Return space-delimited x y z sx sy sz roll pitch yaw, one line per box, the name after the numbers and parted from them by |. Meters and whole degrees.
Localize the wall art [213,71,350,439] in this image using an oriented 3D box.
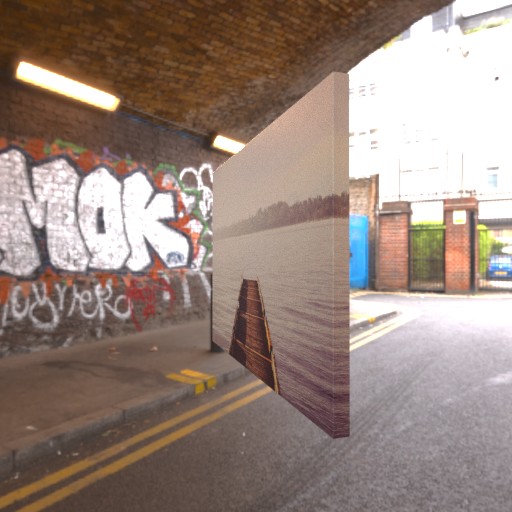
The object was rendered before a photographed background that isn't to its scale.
0.000 0.000 0.788 0.021 0.410 0.615 0 0 -18 | wall art
